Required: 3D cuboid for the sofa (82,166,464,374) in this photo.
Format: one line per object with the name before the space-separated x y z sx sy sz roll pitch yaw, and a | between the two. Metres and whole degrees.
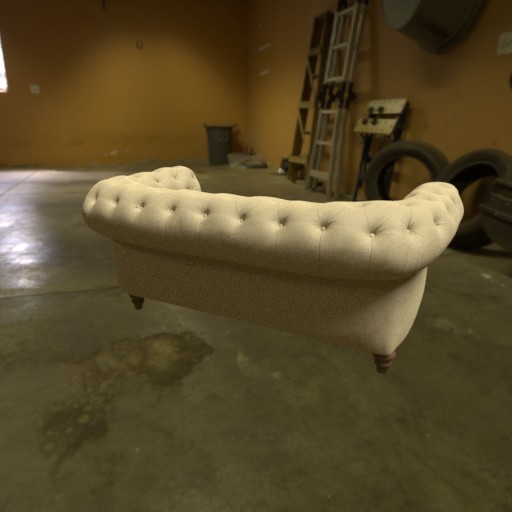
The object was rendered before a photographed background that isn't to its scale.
sofa | 0.000 0.000 2.472 1.988 0.835 1.069 9 20 27
